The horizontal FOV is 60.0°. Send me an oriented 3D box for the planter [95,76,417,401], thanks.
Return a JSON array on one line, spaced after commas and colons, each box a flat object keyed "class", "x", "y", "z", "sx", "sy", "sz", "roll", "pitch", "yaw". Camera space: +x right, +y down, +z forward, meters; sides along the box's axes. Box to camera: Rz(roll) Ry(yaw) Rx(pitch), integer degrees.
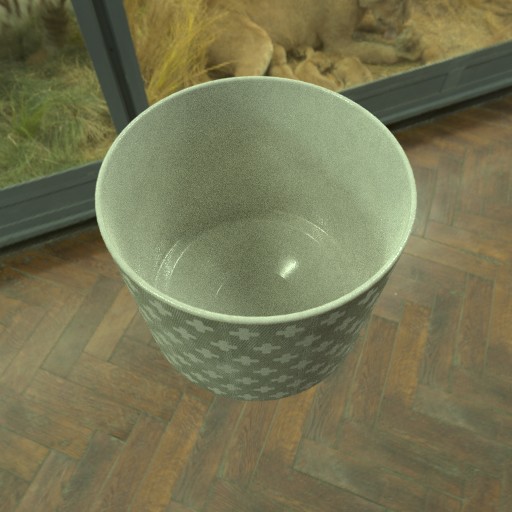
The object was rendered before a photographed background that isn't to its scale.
[{"class": "planter", "x": 0.000, "y": 0.000, "z": 0.342, "sx": 0.190, "sy": 0.181, "sz": 0.190, "roll": 0, "pitch": 58, "yaw": 0}]
